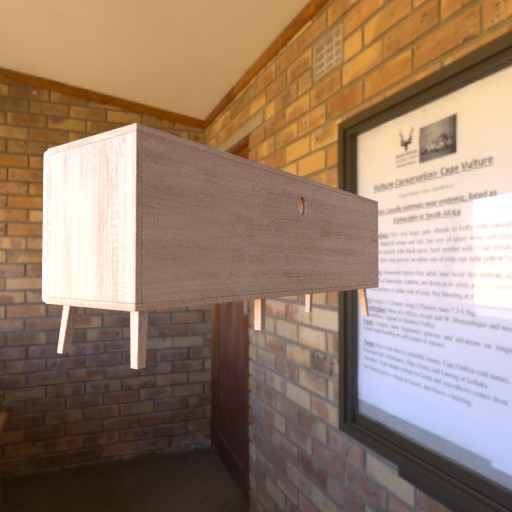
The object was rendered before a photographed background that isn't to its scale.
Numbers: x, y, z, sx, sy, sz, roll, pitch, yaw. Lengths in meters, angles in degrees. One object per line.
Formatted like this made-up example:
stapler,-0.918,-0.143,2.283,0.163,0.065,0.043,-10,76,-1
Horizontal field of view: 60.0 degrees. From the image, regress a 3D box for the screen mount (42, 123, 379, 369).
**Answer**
screen mount,0.000,0.000,1.730,0.420,0.570,1.500,-1,-2,36
